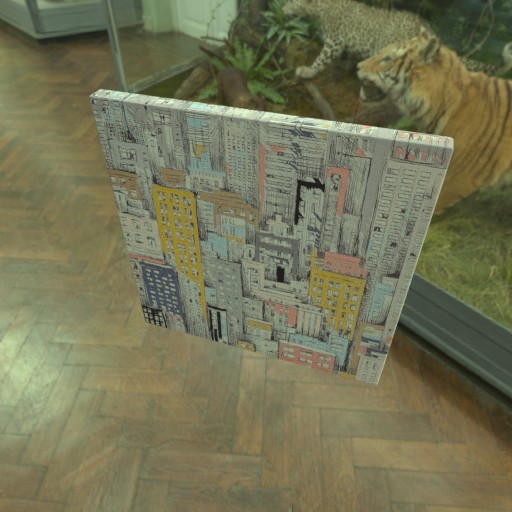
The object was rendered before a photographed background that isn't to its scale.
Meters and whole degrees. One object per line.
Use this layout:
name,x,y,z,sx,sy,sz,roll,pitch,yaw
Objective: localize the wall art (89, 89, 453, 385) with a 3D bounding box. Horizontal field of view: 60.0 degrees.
wall art,0.000,0.000,1.148,0.761,0.762,0.048,12,43,14
